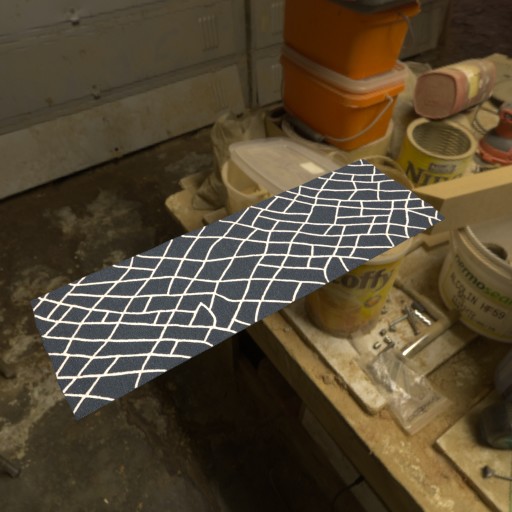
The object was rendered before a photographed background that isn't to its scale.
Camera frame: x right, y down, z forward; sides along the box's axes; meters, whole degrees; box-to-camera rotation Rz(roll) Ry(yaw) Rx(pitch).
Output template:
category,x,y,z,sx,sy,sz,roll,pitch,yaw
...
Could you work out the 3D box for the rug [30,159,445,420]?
category,x,y,z,sx,sy,sz,roll,pitch,yaw
rug,0.000,0.000,2.662,2.476,0.010,0.807,-26,52,-22
